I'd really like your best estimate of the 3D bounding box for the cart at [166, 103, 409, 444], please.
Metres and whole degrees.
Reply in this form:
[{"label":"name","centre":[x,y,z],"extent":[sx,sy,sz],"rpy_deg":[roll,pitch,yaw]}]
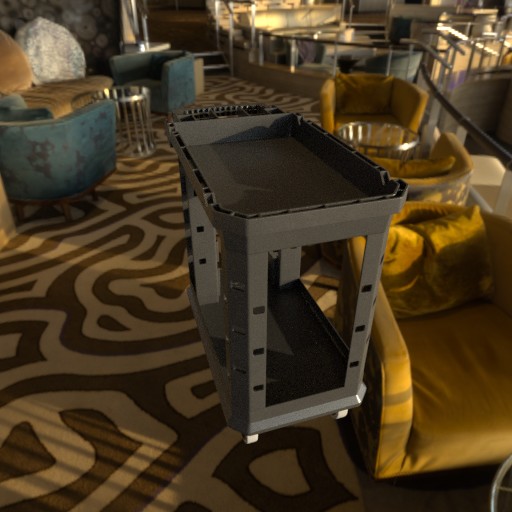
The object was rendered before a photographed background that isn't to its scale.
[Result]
[{"label":"cart","centre":[0.000,0.000,1.640],"extent":[0.497,0.884,1.061],"rpy_deg":[-10,33,-15]}]
